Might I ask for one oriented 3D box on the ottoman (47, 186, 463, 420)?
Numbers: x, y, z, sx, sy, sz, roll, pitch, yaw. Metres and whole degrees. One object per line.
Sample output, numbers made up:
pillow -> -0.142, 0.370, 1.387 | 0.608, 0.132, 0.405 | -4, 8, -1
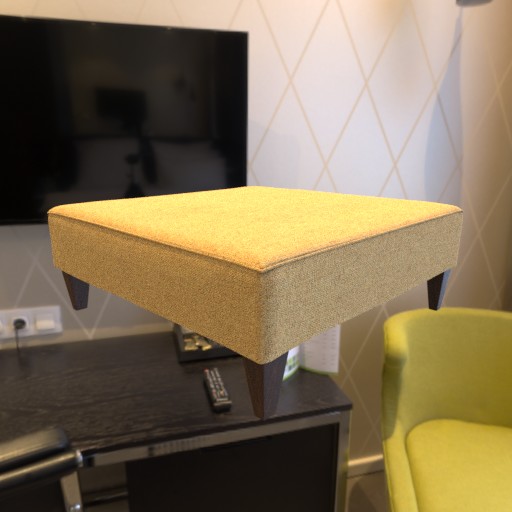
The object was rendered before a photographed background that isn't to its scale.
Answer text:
ottoman -> 0.000, 0.000, 1.478 | 0.981, 0.378, 0.970 | 14, 20, 43
